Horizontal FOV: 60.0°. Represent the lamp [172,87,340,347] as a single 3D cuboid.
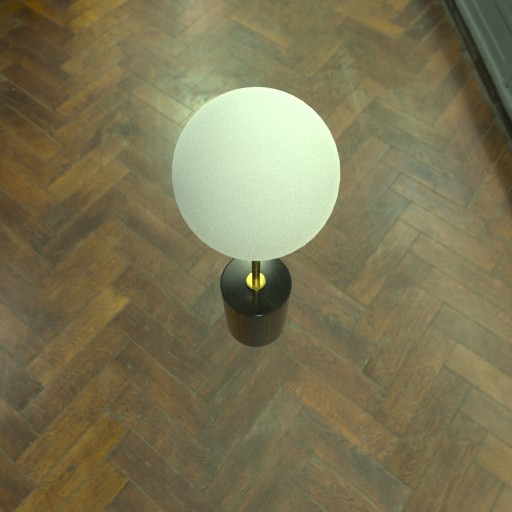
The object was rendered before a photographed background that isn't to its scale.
[{"bbox_3d":[0.000,0.000,0.555,0.153,0.480,0.153,0,63,0],"label":"lamp"}]
